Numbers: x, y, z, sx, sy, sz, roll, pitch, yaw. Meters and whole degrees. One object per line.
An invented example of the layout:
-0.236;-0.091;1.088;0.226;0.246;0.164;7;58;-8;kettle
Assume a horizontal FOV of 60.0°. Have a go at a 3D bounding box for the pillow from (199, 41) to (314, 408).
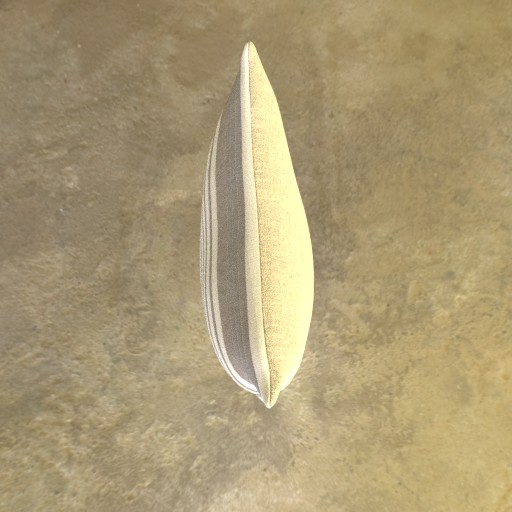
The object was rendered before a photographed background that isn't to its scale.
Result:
0.000;0.000;0.689;0.182;0.440;0.439;-3;73;-1;pillow
